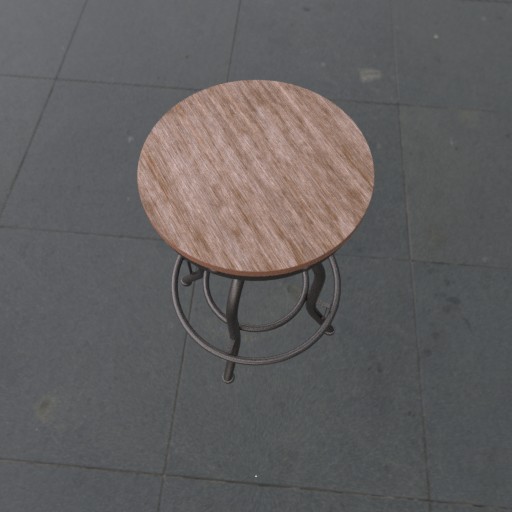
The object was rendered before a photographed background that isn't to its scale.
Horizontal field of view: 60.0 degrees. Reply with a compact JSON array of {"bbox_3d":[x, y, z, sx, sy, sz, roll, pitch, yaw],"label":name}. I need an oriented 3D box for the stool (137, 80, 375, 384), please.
[{"bbox_3d":[0.000,0.000,0.928,0.439,0.609,0.439,18,65,9],"label":"stool"}]
